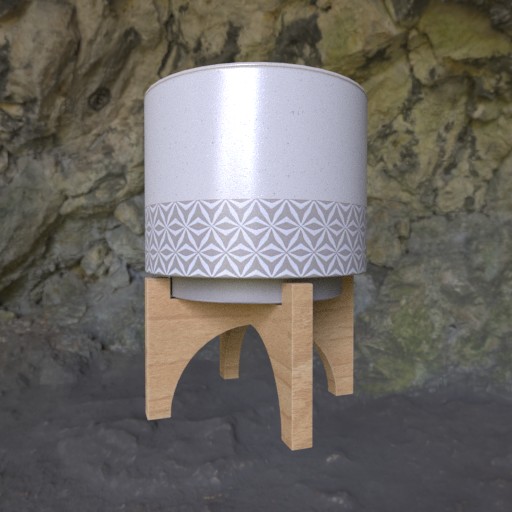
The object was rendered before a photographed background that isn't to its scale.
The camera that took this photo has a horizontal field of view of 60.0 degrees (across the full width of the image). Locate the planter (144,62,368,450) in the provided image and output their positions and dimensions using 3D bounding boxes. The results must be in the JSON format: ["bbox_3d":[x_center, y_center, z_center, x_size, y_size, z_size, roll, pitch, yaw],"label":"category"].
[{"bbox_3d":[0.000,0.000,0.388,0.188,0.260,0.188,0,1,0],"label":"planter"}]
